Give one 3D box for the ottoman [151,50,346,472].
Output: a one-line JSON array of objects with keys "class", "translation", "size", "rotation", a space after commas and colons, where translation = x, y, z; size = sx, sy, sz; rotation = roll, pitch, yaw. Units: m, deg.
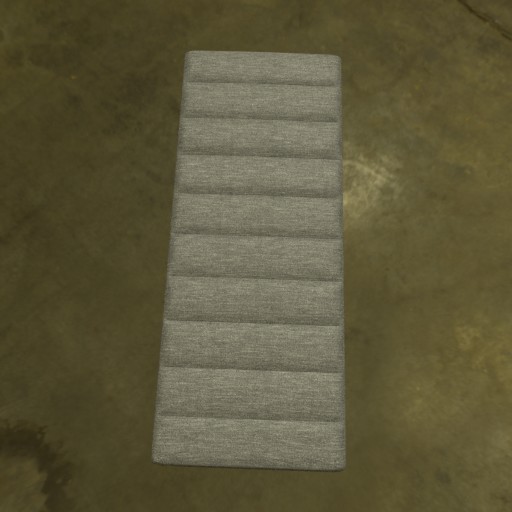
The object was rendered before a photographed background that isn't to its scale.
[{"class": "ottoman", "translation": [0.000, 0.000, 1.379], "size": [0.482, 0.469, 1.151], "rotation": [2, 76, 0]}]
